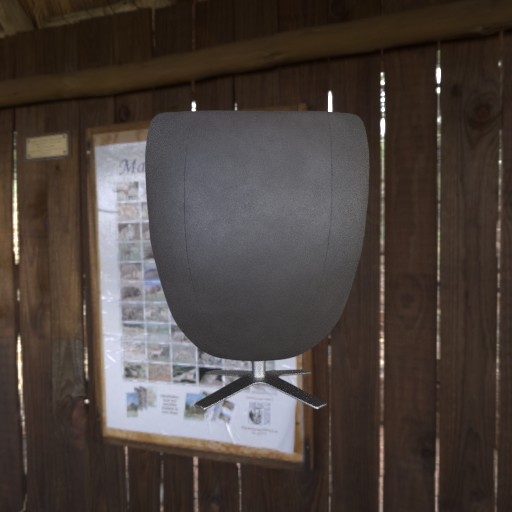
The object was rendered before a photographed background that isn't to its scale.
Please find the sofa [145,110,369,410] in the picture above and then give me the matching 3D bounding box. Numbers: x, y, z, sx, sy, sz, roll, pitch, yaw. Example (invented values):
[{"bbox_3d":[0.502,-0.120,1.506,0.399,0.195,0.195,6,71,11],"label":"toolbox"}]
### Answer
[{"bbox_3d":[0.000,0.000,2.144,0.894,1.135,1.444,0,1,-1],"label":"sofa"}]
